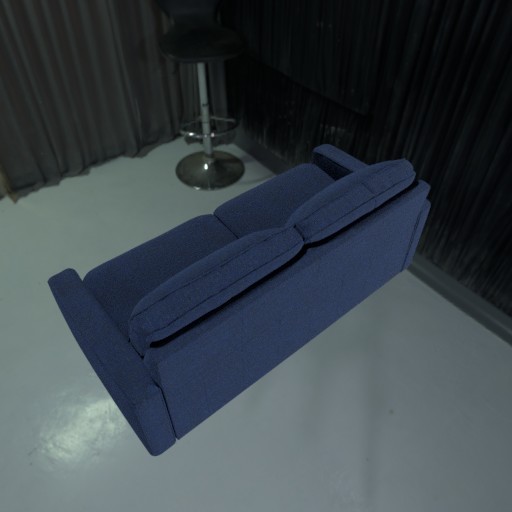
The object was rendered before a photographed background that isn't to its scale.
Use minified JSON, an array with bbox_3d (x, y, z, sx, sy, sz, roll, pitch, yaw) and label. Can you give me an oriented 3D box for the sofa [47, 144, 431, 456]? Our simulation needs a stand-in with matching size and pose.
[{"bbox_3d":[0.000,0.000,2.577,2.080,0.919,0.940,-31,53,-27],"label":"sofa"}]
